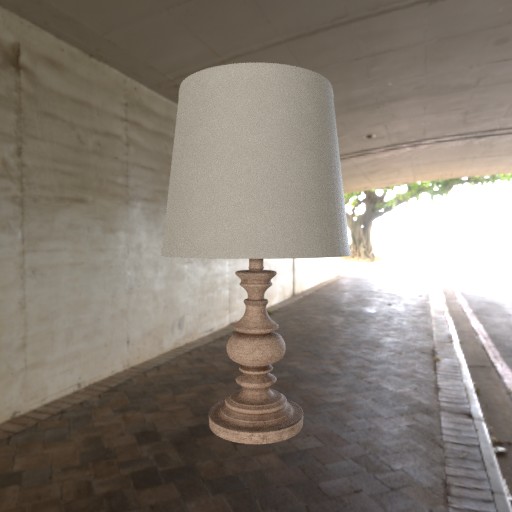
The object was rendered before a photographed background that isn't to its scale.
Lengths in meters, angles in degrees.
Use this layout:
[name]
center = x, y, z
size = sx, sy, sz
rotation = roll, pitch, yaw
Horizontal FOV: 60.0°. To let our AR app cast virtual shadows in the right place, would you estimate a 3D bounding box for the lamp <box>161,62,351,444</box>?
[lamp]
center = 0.000, 0.000, 0.649
size = 0.273, 0.497, 0.273
rotation = 0, 2, 0
